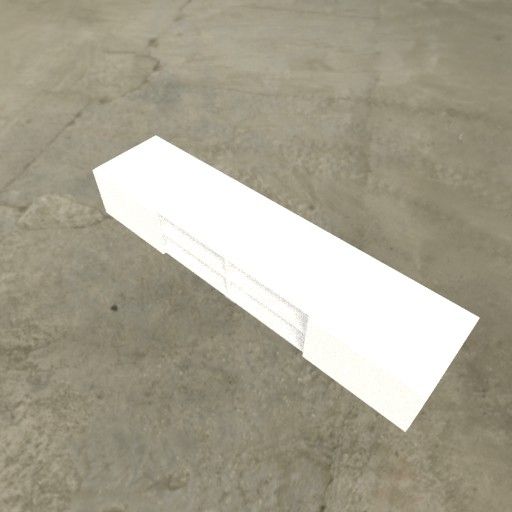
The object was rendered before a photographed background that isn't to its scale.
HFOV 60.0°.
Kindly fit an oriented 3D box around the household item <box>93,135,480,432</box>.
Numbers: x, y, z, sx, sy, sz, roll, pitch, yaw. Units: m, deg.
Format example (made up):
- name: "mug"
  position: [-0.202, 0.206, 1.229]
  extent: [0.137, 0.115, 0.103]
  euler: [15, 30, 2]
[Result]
- name: "household item"
  position: [0.000, 0.000, 2.071]
  extent: [1.850, 0.310, 0.420]
  euler: [33, 56, 26]
